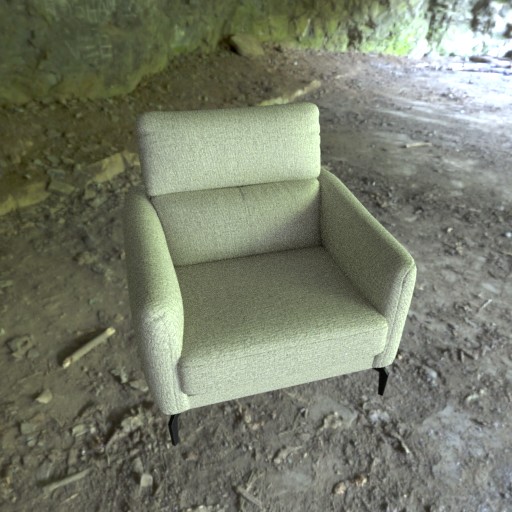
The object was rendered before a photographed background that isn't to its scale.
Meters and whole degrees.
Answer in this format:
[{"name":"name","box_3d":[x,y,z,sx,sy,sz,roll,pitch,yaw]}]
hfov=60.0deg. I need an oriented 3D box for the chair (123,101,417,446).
[{"name":"chair","box_3d":[0.000,0.000,1.719,0.972,0.967,0.835,-9,33,-13]}]
